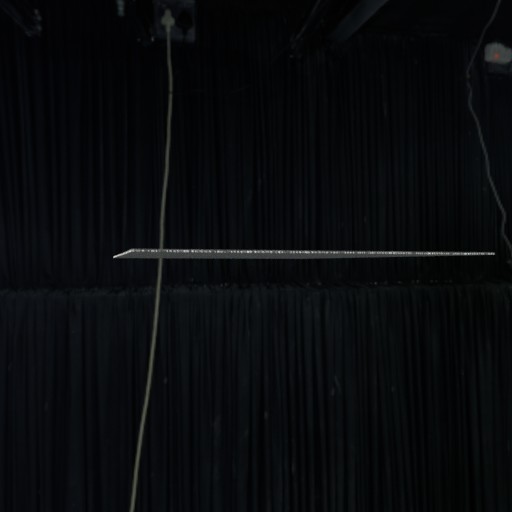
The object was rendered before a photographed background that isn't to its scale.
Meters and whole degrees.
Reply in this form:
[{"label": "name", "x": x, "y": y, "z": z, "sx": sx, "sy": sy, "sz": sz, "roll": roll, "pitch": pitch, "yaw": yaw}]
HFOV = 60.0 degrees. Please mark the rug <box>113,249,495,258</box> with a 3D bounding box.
[{"label": "rug", "x": 0.000, "y": 0.000, "z": 3.907, "sx": 2.315, "sy": 0.015, "sz": 2.932, "roll": 0, "pitch": -1, "yaw": -19}]
